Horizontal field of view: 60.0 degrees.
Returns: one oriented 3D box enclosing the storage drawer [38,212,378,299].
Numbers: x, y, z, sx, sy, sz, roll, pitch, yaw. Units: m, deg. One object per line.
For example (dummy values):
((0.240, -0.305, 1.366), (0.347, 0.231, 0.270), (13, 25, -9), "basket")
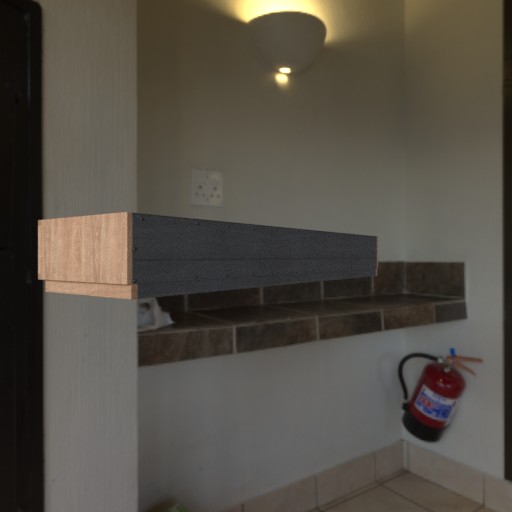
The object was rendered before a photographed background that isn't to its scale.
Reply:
((0.000, 0.000, 2.304), (0.538, 0.264, 2.032), (0, 0, 36), "storage drawer")
